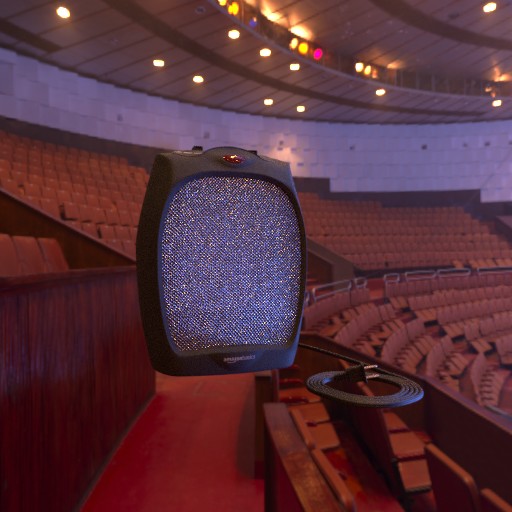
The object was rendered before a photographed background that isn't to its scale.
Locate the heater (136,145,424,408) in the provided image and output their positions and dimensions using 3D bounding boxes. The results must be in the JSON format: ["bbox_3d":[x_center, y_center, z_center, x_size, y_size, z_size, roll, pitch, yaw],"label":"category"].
[{"bbox_3d":[0.000,0.000,0.464,0.239,0.240,0.291,0,0,-18],"label":"heater"}]
